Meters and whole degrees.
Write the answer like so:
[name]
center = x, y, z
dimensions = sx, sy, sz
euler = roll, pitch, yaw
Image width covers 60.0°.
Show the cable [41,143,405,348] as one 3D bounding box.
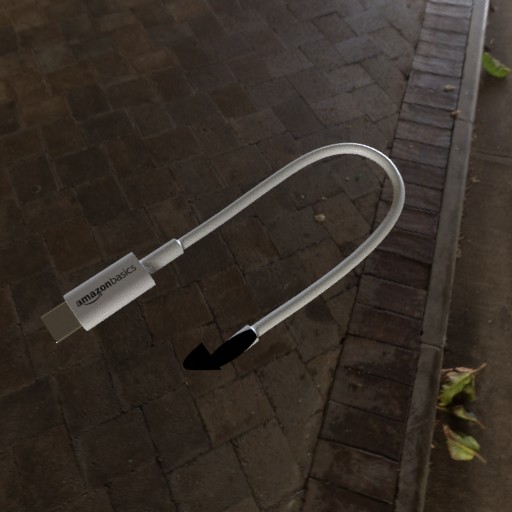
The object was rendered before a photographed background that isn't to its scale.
[cable]
center = 0.000, 0.000, 0.112
dimensions = 0.098, 0.005, 0.041
euler = -36, 67, -18
